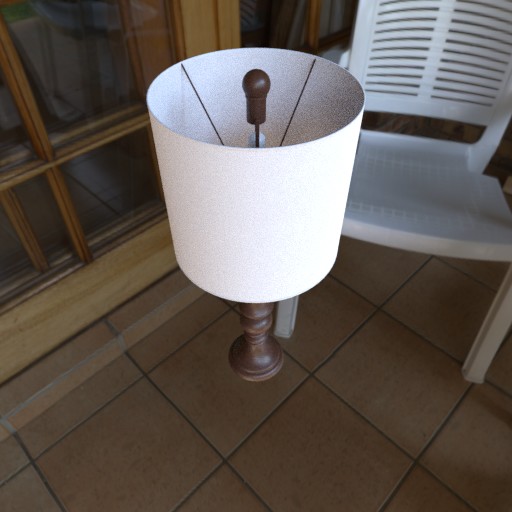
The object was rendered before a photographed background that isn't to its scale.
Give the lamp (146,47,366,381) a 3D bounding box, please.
[{"bbox_3d":[0.000,0.000,0.710,0.250,0.597,0.250,30,53,26],"label":"lamp"}]
